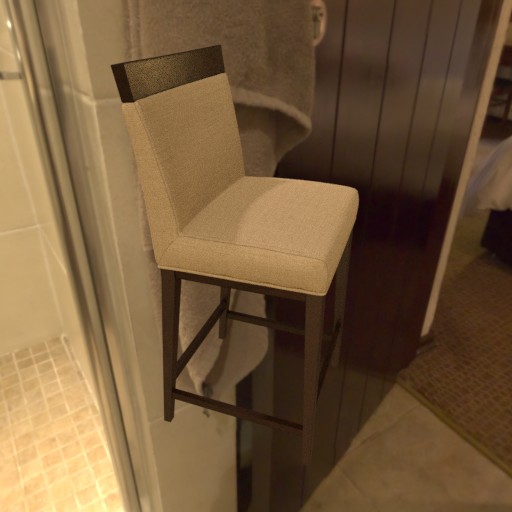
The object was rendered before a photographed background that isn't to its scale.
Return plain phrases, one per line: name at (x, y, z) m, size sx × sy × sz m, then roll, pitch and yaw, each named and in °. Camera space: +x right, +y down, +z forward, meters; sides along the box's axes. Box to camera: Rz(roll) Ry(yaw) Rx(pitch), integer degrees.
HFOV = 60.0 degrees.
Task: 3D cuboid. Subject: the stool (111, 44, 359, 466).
stool at (0.000, 0.000, 1.345) m, size 0.531 × 1.117 × 0.511 m, roll 10°, pitch 31°, yaw 17°
